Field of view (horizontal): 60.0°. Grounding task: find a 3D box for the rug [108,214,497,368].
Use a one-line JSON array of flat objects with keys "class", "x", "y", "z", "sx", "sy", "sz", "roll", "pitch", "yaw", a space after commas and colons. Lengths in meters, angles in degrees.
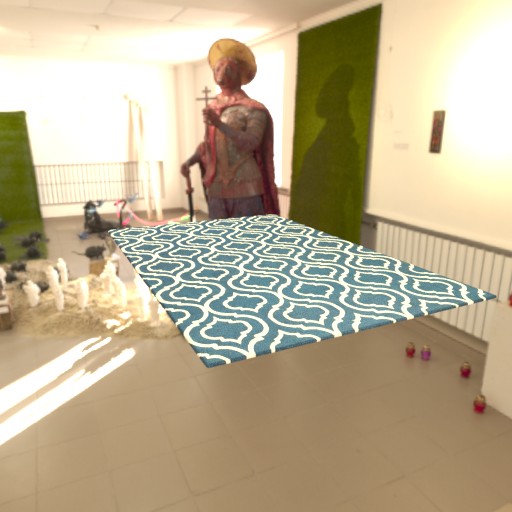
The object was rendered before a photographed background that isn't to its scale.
[{"class": "rug", "x": 0.000, "y": 0.000, "z": 2.162, "sx": 1.143, "sy": 0.010, "sz": 1.753, "roll": -8, "pitch": 18, "yaw": -25}]
